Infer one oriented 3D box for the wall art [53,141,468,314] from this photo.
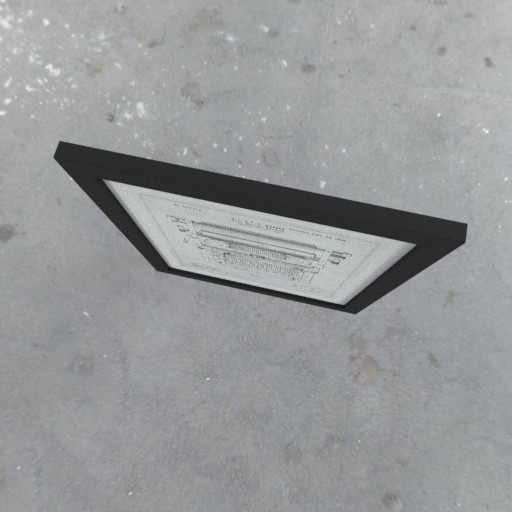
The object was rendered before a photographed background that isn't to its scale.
[{"bbox_3d":[0.000,0.000,0.700,0.432,0.508,0.021,12,75,3],"label":"wall art"}]
